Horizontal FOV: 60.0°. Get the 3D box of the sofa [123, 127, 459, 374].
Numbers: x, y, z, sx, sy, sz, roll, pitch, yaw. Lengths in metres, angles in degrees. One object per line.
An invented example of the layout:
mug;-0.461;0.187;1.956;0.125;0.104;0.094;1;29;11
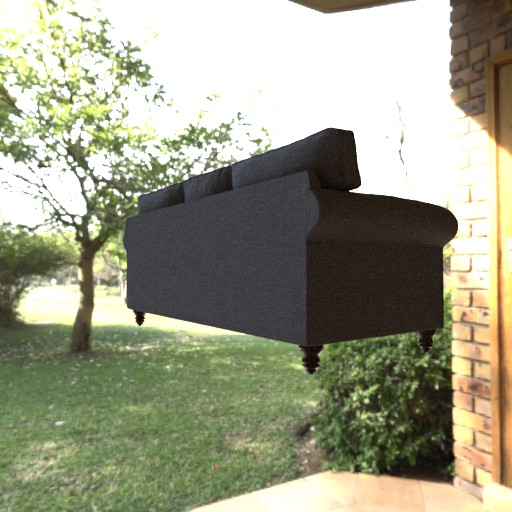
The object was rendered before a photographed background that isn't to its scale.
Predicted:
sofa;0.000;0.000;2.659;0.916;0.961;2.084;1;-2;-36
